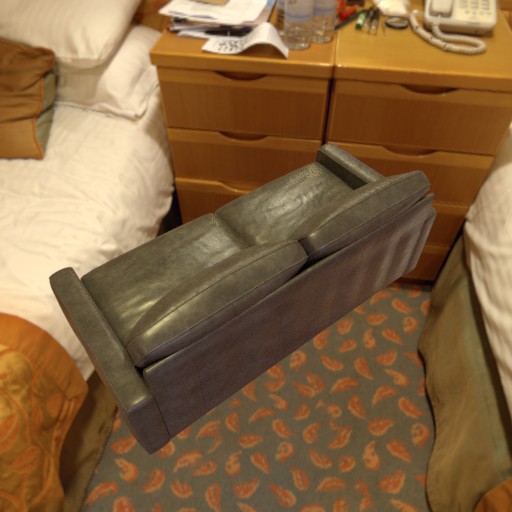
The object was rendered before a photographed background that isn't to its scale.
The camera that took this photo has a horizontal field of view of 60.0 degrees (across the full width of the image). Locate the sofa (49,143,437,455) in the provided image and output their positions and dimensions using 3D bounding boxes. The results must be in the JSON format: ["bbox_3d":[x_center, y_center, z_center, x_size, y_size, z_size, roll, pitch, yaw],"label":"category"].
[{"bbox_3d":[0.000,0.000,2.575,2.081,0.916,0.939,-29,54,-24],"label":"sofa"}]
